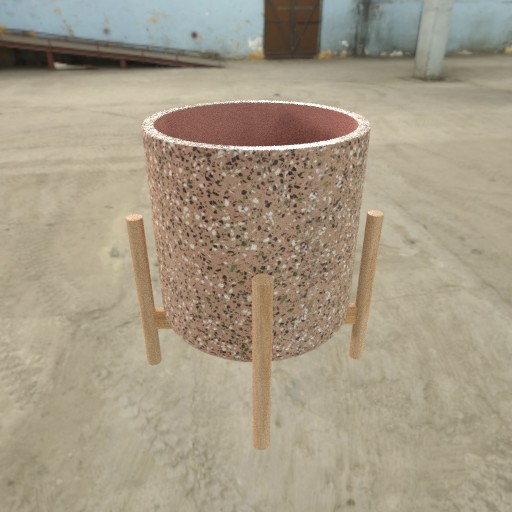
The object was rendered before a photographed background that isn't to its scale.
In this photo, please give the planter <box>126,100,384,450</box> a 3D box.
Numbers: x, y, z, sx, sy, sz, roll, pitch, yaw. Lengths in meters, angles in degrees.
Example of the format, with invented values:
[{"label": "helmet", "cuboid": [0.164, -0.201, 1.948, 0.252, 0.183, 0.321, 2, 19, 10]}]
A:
[{"label": "planter", "cuboid": [0.000, 0.000, 0.699, 0.360, 0.419, 0.360, 10, 30, 18]}]
